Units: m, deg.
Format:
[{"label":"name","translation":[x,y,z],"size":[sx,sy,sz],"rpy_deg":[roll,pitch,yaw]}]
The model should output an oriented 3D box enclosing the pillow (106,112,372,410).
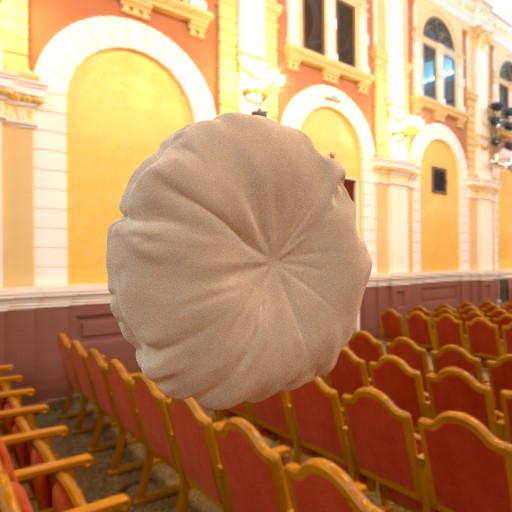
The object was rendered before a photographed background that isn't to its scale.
[{"label":"pillow","translation":[0.000,0.000,0.649],"size":[0.428,0.407,0.148],"rpy_deg":[0,0,-37]}]
